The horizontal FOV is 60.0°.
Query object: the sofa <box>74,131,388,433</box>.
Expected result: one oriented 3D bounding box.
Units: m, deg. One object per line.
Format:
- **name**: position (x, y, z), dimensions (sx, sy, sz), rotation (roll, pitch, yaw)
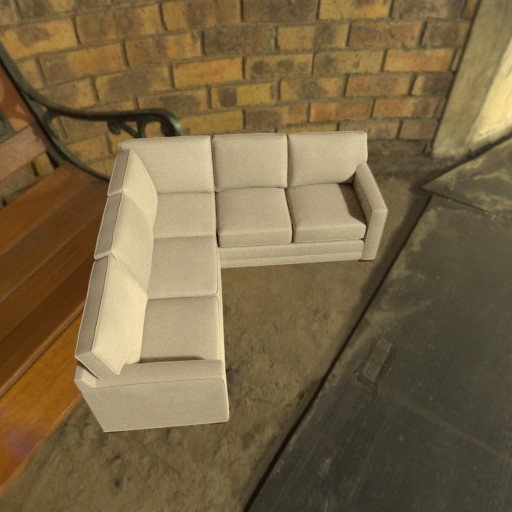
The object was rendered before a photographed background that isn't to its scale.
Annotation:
- **sofa**: position (0.000, 0.000, 3.382), dimensions (2.189, 0.939, 2.182), rotation (-4, 46, -3)
